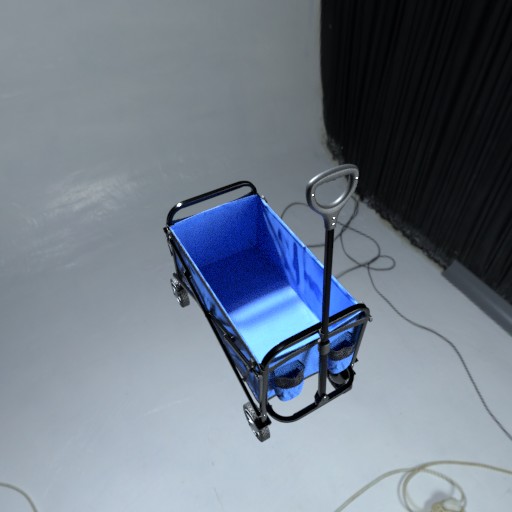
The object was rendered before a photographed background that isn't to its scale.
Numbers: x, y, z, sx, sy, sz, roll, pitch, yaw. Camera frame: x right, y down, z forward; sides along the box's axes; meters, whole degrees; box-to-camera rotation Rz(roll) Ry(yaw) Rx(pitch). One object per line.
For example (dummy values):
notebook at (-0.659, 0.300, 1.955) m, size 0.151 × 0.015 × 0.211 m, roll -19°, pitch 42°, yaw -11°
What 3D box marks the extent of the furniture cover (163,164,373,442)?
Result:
furniture cover at (0.000, 0.000, 1.755) m, size 0.532 × 1.295 × 1.038 m, roll -23°, pitch 51°, yaw -20°
